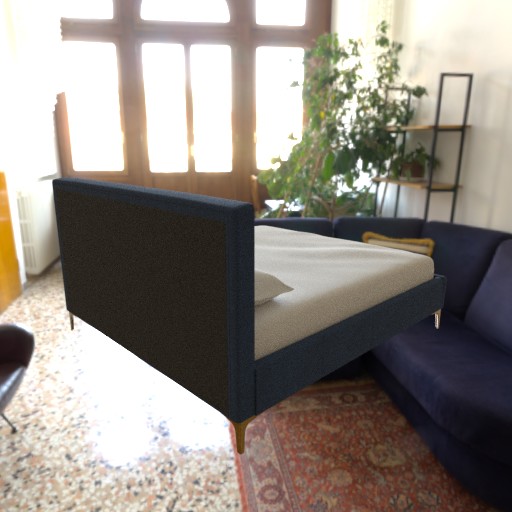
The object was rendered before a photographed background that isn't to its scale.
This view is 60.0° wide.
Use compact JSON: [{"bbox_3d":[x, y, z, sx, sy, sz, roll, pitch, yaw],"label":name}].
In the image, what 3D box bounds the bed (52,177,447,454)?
[{"bbox_3d":[0.000,0.000,3.467,2.232,1.231,2.096,-14,20,-42],"label":"bed"}]
